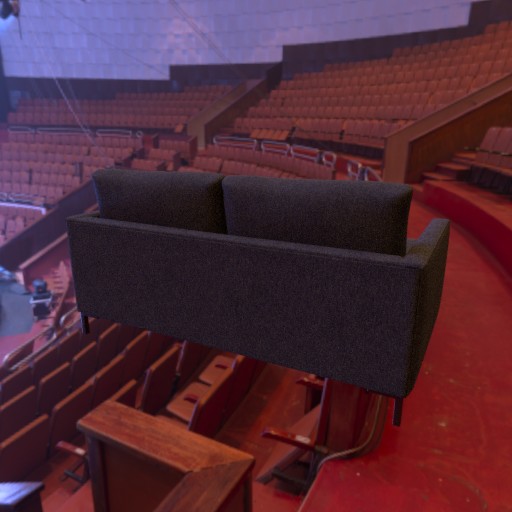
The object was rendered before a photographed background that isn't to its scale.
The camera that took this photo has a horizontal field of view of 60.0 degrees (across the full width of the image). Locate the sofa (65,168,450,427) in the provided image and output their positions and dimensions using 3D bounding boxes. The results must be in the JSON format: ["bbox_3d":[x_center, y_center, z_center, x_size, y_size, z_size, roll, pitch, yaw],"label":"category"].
[{"bbox_3d":[0.000,0.000,2.217,1.716,0.862,0.866,8,18,27],"label":"sofa"}]
